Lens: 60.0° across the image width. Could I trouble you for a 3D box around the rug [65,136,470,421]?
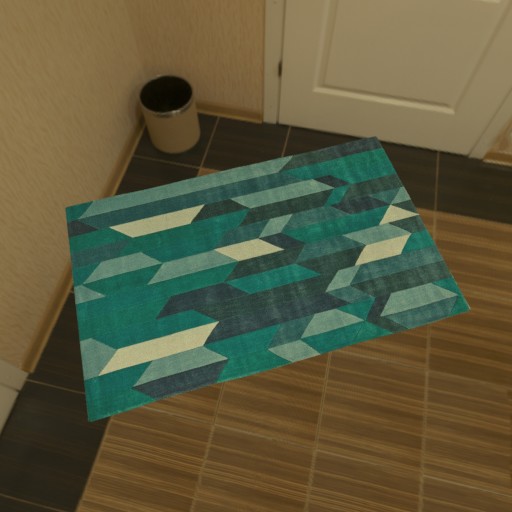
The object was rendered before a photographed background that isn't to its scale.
[{"bbox_3d":[0.000,0.000,3.012,2.420,0.005,1.528,-14,63,-7],"label":"rug"}]
